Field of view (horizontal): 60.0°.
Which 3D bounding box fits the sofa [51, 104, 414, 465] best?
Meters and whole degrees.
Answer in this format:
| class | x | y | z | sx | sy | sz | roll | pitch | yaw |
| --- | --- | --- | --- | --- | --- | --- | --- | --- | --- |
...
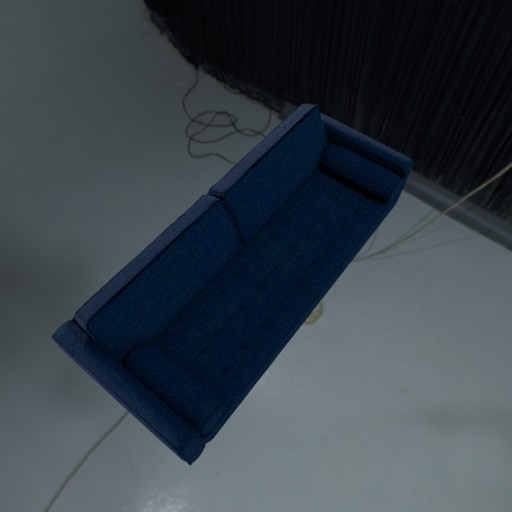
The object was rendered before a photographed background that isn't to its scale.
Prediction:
| class | x | y | z | sx | sy | sz | roll | pitch | yaw |
| --- | --- | --- | --- | --- | --- | --- | --- | --- | --- |
| sofa | 0.000 | 0.000 | 2.678 | 0.914 | 0.762 | 2.210 | 34 | 64 | 19 |
